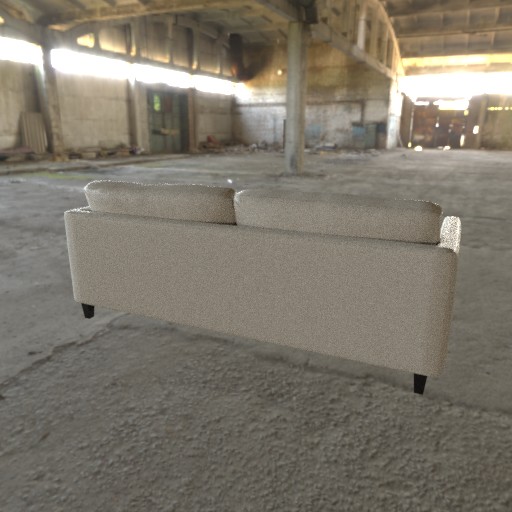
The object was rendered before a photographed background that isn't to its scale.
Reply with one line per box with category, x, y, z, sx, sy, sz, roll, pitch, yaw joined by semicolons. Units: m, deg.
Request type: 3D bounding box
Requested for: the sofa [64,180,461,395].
sofa;0.000;0.000;2.937;2.434;0.965;0.948;7;17;24
